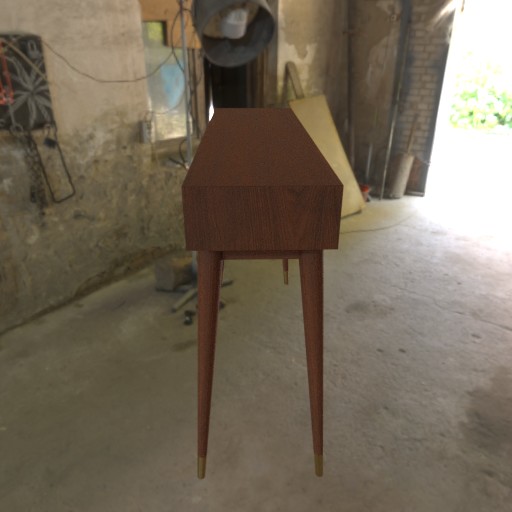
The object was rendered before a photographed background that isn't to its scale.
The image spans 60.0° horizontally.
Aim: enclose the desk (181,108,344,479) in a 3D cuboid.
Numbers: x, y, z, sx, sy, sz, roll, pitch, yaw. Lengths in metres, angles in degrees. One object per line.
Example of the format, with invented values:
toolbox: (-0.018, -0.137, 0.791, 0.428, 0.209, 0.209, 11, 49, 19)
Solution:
desk: (0.000, 0.000, 1.683, 0.384, 0.917, 1.204, -1, 26, -1)
